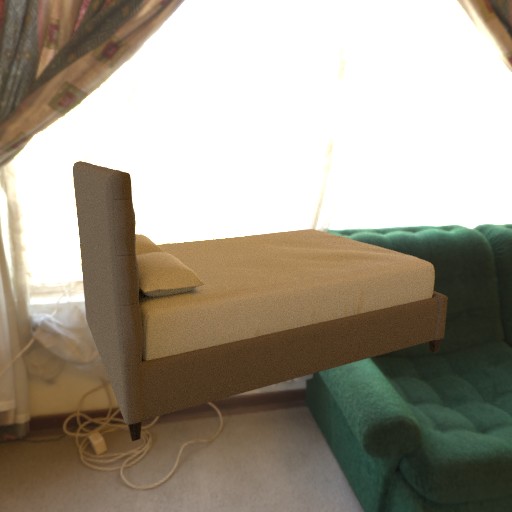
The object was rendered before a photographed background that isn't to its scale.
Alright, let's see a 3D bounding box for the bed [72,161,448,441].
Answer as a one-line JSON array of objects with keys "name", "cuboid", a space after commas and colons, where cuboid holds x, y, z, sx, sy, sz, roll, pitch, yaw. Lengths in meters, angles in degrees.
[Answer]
[{"name": "bed", "cuboid": [0.000, 0.000, 3.427, 2.387, 1.427, 1.698, -7, 16, -26]}]
